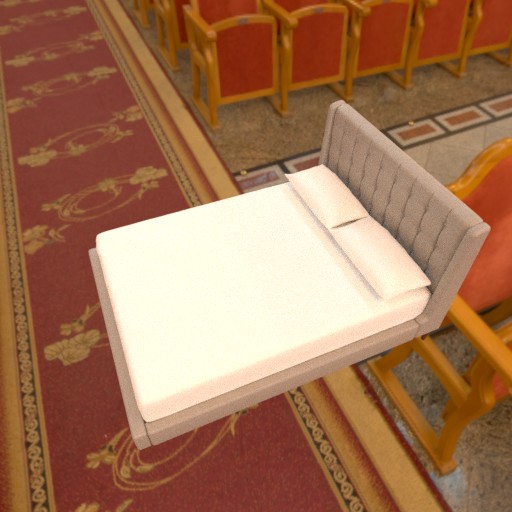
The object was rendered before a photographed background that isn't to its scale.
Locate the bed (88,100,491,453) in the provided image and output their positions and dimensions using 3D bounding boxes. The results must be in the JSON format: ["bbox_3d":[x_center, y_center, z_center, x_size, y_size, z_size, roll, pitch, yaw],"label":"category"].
[{"bbox_3d":[0.000,0.000,3.149,2.232,1.147,1.656,-17,49,-16],"label":"bed"}]
